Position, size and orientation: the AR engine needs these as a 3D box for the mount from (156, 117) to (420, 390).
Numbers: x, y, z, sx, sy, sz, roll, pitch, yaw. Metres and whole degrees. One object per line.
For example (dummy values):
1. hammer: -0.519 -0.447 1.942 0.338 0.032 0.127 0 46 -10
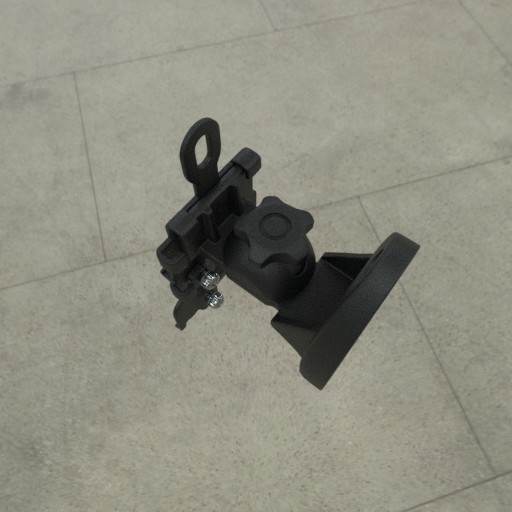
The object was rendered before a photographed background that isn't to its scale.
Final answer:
1. mount: 0.000 0.000 0.177 0.100 0.118 0.066 34 68 16
